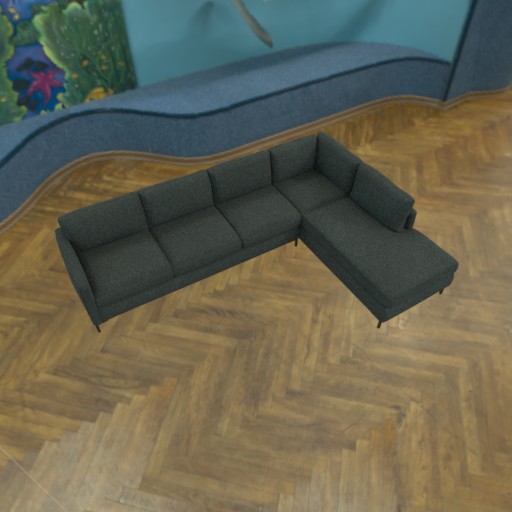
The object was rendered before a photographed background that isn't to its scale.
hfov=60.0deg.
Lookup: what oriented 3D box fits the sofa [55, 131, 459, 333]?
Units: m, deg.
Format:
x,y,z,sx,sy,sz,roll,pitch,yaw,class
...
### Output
x,y,z,sx,sy,sz,roll,pitch,yaw,class
0.000,0.000,3.892,2.949,0.815,2.007,-23,50,-21,sofa
